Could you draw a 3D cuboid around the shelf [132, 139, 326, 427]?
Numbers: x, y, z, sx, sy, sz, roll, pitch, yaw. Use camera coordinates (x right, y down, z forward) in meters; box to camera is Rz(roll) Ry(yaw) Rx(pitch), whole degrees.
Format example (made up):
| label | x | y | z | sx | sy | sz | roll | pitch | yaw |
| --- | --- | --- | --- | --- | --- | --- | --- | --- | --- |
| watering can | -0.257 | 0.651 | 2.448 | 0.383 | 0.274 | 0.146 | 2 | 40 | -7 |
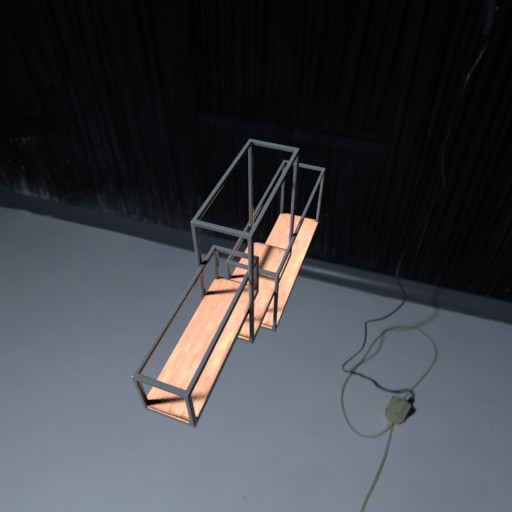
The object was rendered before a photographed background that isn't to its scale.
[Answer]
| label | x | y | z | sx | sy | sz | roll | pitch | yaw |
| --- | --- | --- | --- | --- | --- | --- | --- | --- | --- |
| shelf | 0.000 | 0.000 | 2.166 | 0.275 | 0.972 | 1.781 | 15 | 47 | 14 |
